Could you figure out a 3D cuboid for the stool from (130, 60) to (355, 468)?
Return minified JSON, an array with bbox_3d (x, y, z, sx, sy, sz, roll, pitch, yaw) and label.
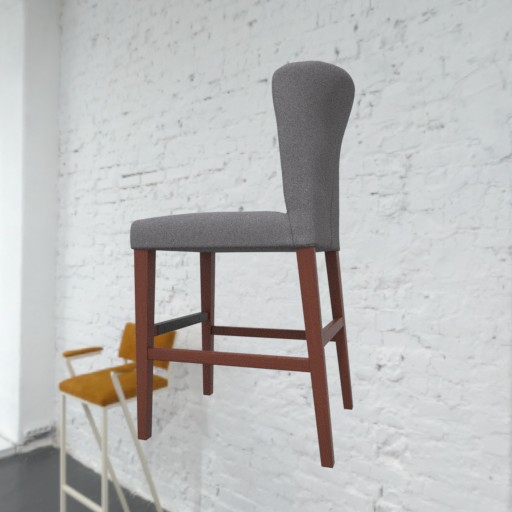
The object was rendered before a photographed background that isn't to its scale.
[{"bbox_3d":[0.000,0.000,1.297,0.568,0.968,0.481,0,-1,18],"label":"stool"}]
